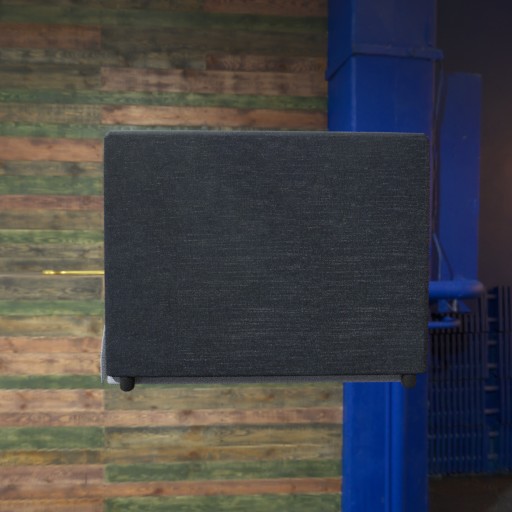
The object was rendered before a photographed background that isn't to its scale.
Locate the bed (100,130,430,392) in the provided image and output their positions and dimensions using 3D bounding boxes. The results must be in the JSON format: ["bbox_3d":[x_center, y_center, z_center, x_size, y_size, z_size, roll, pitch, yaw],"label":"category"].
[{"bbox_3d":[0.000,0.000,3.284,1.723,1.330,2.142,0,2,-2],"label":"bed"}]
